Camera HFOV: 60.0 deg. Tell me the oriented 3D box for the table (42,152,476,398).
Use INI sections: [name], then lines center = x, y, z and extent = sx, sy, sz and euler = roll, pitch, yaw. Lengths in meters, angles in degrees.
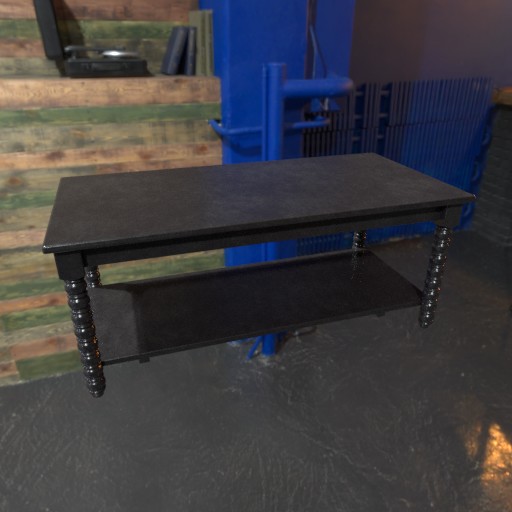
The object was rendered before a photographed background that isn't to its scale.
[table]
center = 0.000, 0.000, 1.480
extent = 1.171, 0.487, 0.580
euler = -8, 27, -16
